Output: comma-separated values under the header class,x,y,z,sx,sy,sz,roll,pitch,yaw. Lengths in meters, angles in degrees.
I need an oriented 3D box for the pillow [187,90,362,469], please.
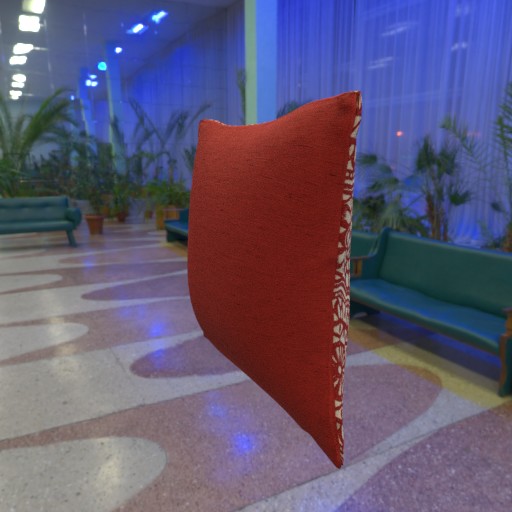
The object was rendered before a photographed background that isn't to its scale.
class,x,y,z,sx,sy,sz,roll,pitch,yaw
pillow,0.000,0.000,0.660,0.162,0.419,0.438,-7,14,-26
